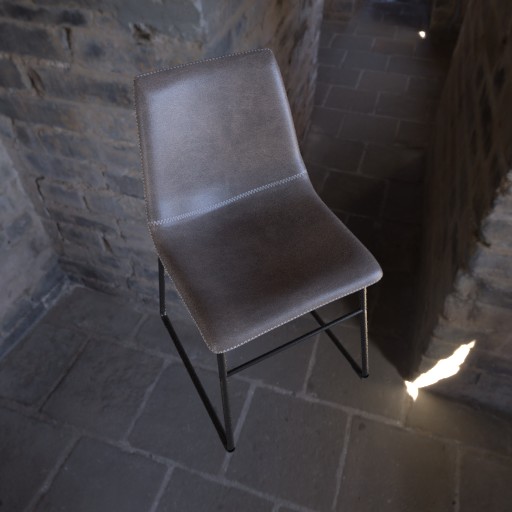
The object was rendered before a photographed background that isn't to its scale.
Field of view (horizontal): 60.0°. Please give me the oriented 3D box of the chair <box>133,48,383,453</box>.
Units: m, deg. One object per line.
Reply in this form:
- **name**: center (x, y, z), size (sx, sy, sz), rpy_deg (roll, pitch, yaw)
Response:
- **chair**: center (0.000, 0.000, 1.109), size (0.460, 0.780, 0.550), rpy_deg (-22, 50, -19)
